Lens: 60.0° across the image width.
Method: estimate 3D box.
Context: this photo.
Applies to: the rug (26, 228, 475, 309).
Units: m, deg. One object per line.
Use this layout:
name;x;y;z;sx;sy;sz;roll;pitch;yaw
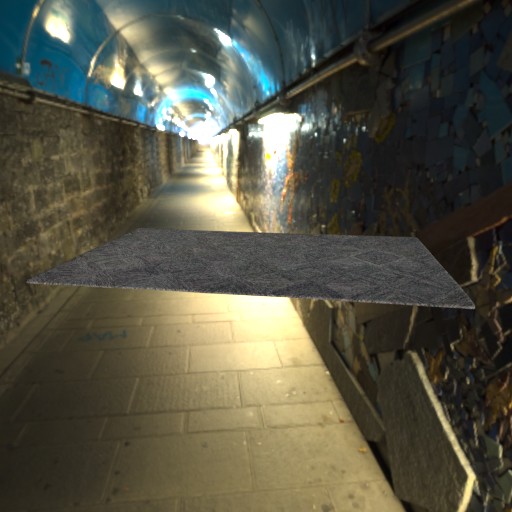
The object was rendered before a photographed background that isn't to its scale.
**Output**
rug;0.000;0.000;2.230;1.752;0.013;1.158;2;15;9
